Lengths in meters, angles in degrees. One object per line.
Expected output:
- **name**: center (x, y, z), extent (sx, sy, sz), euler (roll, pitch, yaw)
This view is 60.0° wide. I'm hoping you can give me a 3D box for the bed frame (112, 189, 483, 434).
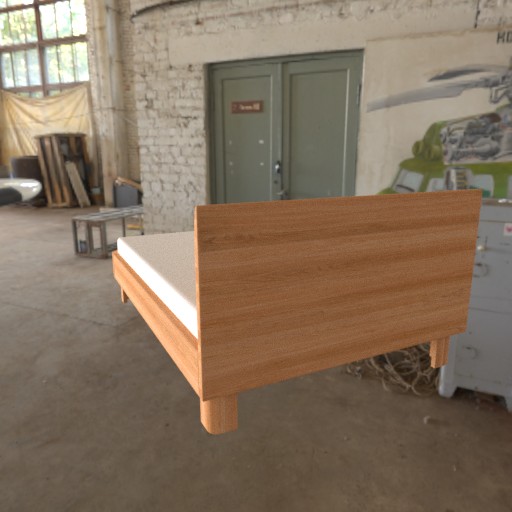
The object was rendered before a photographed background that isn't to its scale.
- **bed frame**: center (0.000, 0.000, 2.811), extent (1.472, 0.940, 1.992), euler (-7, 15, -26)
